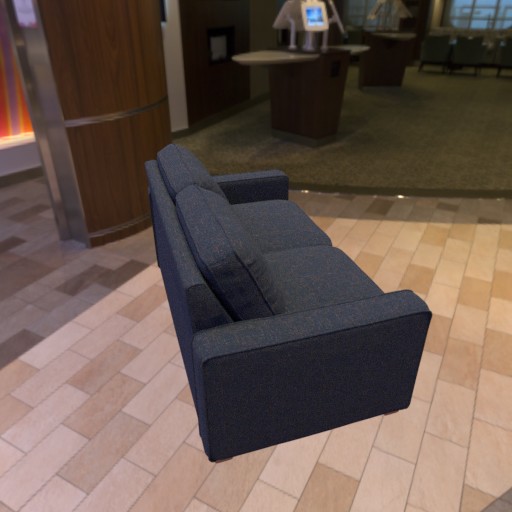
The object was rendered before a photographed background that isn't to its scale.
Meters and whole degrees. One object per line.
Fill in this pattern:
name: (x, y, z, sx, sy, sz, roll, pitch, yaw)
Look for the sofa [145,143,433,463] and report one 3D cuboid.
sofa: (0.000, 0.000, 2.353, 0.947, 0.918, 1.709, -9, 32, -15)
